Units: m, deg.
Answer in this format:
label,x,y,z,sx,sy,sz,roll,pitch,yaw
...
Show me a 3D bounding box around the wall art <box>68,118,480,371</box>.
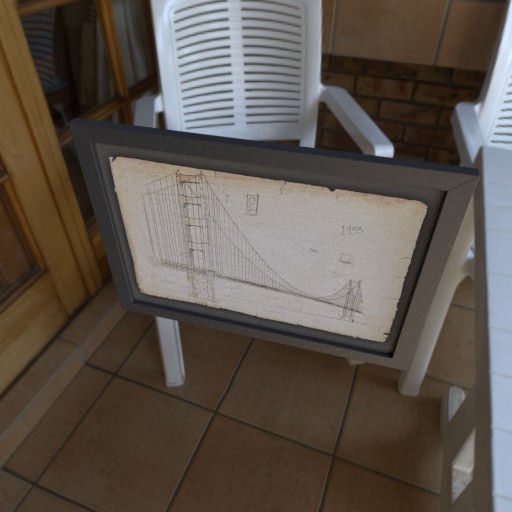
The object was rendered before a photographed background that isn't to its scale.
label,x,y,z,sx,sy,sz,roll,pitch,yaw
wall art,0.000,0.000,0.557,0.432,0.306,0.016,10,42,12
